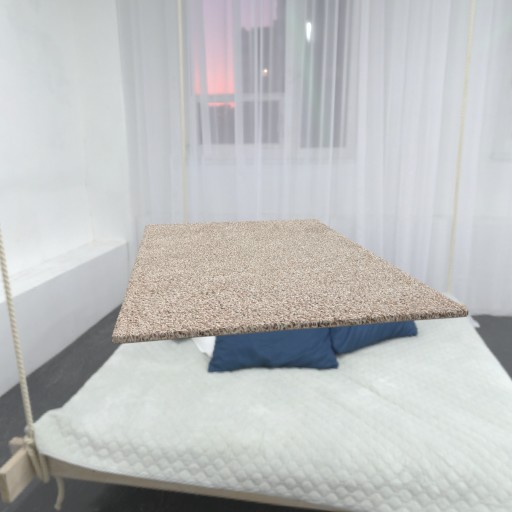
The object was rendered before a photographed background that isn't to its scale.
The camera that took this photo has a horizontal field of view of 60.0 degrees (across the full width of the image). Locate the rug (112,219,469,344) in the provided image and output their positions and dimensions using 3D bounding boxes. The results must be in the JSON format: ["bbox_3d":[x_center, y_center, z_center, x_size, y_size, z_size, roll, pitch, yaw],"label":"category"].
[{"bbox_3d":[0.000,0.000,2.302,1.219,0.030,1.778,-3,16,-10],"label":"rug"}]
